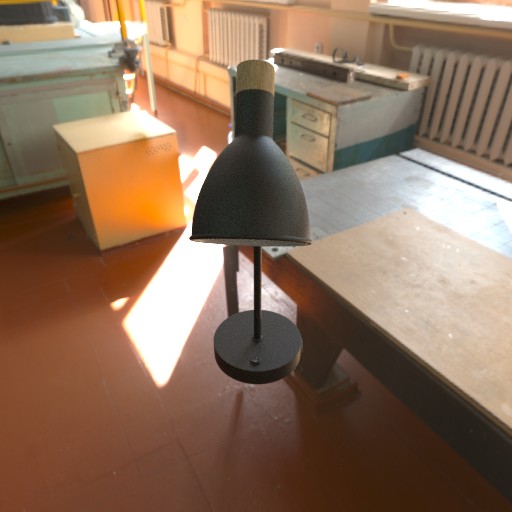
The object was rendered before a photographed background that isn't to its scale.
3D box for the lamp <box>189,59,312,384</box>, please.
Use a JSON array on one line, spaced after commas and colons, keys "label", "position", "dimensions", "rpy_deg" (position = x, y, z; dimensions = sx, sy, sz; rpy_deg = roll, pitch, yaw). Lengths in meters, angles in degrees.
[{"label": "lamp", "position": [0.000, 0.000, 0.587], "dimensions": [0.152, 0.483, 0.287], "rpy_deg": [2, 33, 3]}]
